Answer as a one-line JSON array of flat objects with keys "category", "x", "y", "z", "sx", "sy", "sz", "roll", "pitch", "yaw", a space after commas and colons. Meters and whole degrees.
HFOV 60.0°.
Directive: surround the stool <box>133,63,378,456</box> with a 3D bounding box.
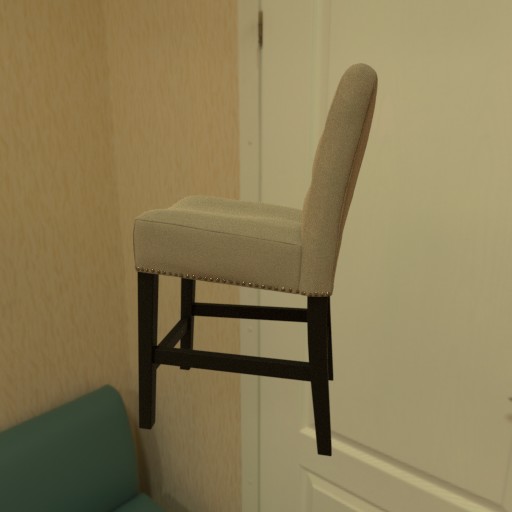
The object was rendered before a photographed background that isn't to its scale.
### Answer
[{"category": "stool", "x": 0.000, "y": 0.000, "z": 1.184, "sx": 0.571, "sy": 0.885, "sz": 0.427, "roll": 2, "pitch": 14, "yaw": 9}]
